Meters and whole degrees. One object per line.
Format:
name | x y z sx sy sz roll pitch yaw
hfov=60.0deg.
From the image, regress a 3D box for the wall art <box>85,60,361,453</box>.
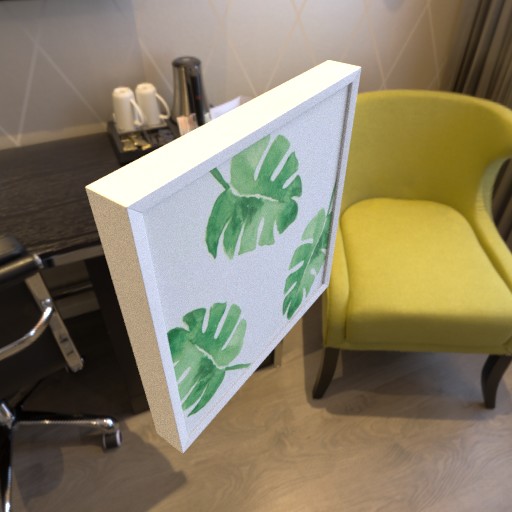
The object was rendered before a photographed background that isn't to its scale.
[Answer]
wall art | 0.000 0.000 0.457 0.038 0.305 0.305 26 47 27
